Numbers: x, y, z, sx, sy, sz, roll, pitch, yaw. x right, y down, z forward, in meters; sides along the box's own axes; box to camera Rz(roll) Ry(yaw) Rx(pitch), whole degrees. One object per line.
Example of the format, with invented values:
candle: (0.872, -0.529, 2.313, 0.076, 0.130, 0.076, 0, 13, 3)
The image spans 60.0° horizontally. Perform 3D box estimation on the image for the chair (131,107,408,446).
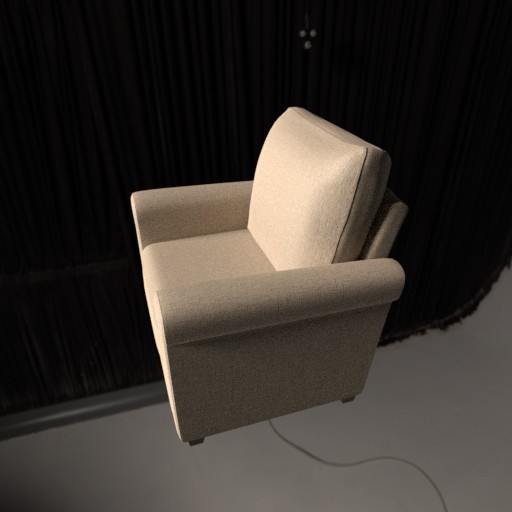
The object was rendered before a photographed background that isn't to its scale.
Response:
chair: (0.000, 0.000, 2.373, 1.180, 1.349, 1.275, -10, 32, -16)
